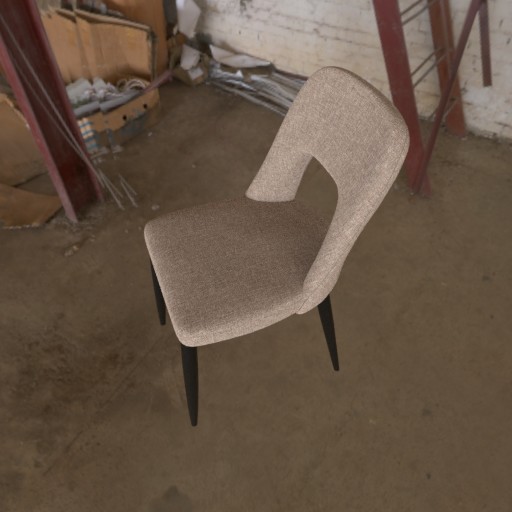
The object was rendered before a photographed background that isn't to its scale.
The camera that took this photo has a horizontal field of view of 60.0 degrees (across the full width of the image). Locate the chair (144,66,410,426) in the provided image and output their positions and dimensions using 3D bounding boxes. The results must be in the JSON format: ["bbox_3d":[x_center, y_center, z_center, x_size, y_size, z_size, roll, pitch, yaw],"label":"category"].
[{"bbox_3d":[0.000,0.000,1.291,0.612,0.931,0.470,-16,49,-15],"label":"chair"}]
